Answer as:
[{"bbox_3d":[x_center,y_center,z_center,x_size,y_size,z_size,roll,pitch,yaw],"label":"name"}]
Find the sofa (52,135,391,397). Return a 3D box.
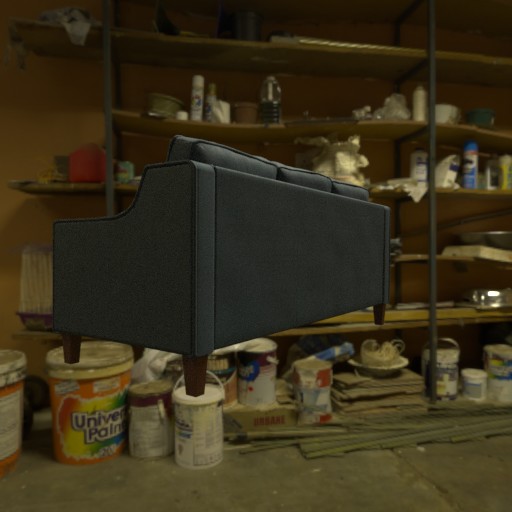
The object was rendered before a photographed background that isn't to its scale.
[{"bbox_3d":[0.000,0.000,2.575,0.911,0.974,1.986,1,1,36],"label":"sofa"}]
